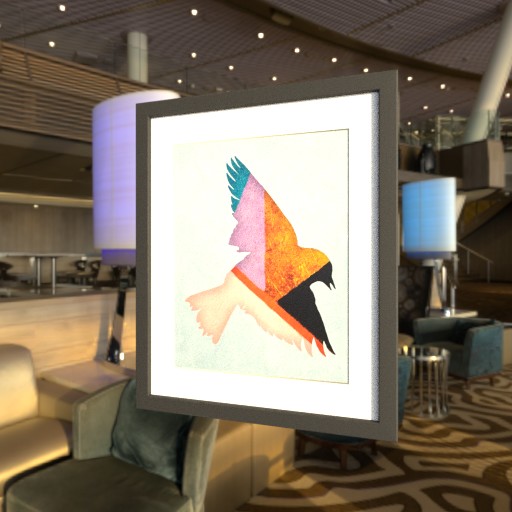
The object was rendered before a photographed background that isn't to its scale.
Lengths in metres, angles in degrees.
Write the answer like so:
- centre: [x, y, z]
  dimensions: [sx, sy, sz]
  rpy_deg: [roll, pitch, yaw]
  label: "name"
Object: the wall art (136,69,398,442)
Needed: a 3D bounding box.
- centre: [0.000, 0.000, 0.748]
  dimensions: [0.457, 0.558, 0.028]
  rpy_deg: [0, 0, 19]
  label: "wall art"
